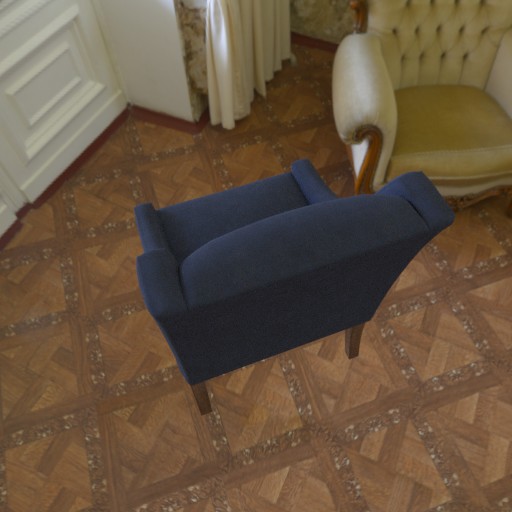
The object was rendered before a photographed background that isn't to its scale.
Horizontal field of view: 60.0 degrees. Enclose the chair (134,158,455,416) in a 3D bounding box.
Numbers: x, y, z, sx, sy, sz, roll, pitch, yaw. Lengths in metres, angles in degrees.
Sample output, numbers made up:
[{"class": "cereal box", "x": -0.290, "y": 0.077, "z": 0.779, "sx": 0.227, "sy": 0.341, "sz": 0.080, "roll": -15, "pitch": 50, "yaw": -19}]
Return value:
[{"class": "chair", "x": 0.000, "y": 0.000, "z": 1.324, "sx": 0.629, "sy": 0.895, "sz": 0.629, "roll": -18, "pitch": 60, "yaw": -11}]
